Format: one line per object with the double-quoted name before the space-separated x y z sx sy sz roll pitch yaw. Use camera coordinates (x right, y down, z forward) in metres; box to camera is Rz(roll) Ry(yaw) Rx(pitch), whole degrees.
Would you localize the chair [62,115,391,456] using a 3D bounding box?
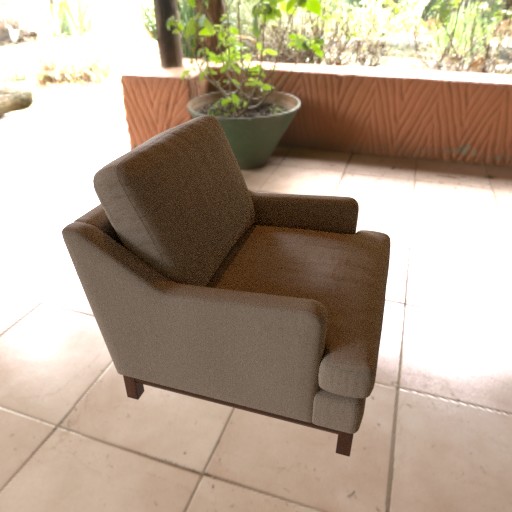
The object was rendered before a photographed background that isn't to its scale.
"chair" 0.000 0.000 1.719 1.001 0.916 0.912 9 31 15
